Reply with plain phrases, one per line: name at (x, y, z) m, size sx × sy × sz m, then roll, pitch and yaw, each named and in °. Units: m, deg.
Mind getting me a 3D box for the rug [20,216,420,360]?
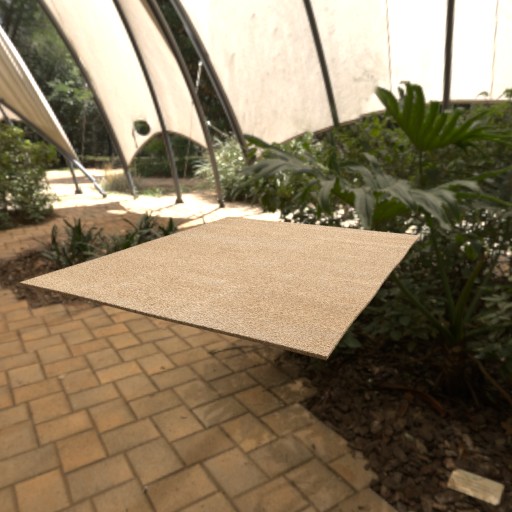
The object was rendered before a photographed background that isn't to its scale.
rug at (0.000, 0.000, 4.037) m, size 2.400 × 0.025 × 3.000 m, roll 8°, pitch 18°, yaw 27°
